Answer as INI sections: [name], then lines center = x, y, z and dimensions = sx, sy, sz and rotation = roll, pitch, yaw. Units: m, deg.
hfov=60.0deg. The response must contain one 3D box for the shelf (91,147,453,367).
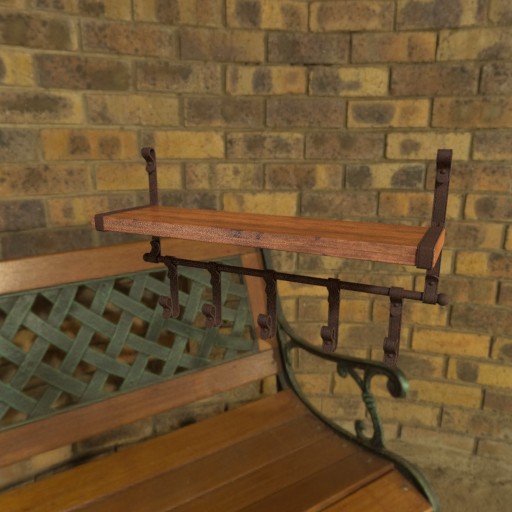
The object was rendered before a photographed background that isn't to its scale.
[shelf]
center = 0.000, 0.000, 0.701
dimensions = 0.567, 0.330, 0.146
rotation = 7, 16, 26
